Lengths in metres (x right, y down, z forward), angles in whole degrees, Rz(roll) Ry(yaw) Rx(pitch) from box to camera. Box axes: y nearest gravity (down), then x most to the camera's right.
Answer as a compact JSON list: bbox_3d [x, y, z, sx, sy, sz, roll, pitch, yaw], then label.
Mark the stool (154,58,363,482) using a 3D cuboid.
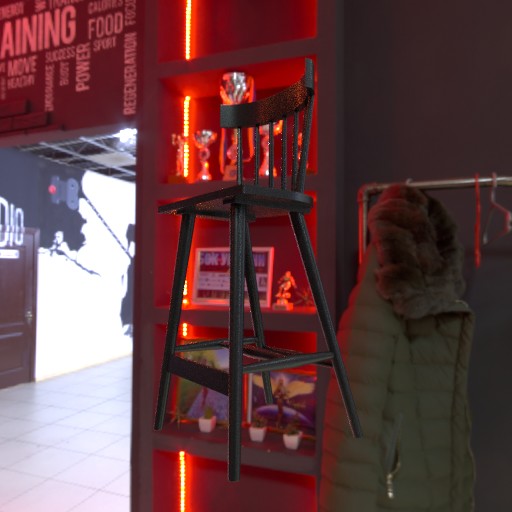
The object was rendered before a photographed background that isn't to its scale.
[{"bbox_3d":[0.000,0.000,1.386,0.483,1.092,0.482,1,-2,-37],"label":"stool"}]
